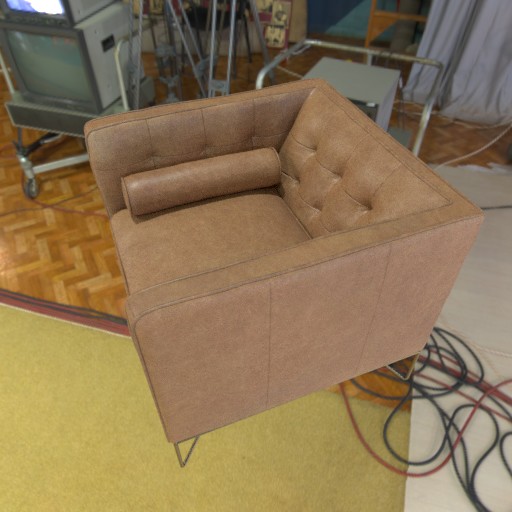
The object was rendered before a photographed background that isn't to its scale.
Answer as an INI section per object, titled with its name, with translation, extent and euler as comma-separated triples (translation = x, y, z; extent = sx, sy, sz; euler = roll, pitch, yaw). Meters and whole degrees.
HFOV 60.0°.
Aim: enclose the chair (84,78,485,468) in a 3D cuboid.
[chair]
translation = 0.000, 0.000, 1.555
extent = 0.912, 0.797, 0.920
euler = -15, 47, -15
